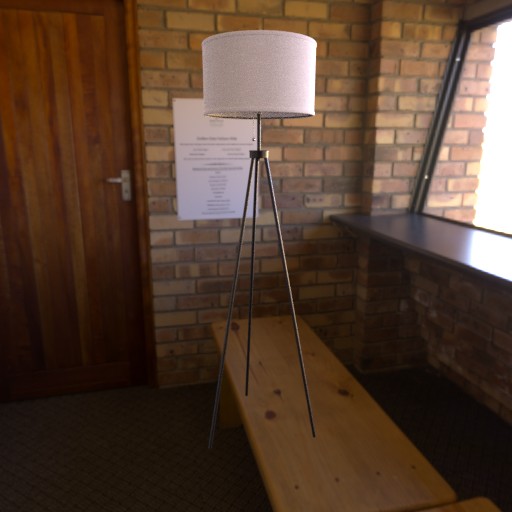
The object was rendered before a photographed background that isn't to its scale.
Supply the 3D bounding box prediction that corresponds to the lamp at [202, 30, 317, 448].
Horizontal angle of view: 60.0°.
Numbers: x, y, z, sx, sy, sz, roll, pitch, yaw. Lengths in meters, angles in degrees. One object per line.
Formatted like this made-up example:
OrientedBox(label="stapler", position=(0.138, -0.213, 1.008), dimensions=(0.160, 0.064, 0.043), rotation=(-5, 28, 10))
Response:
OrientedBox(label="lamp", position=(0.000, 0.000, 1.746), dimensions=(0.448, 1.545, 0.458), rotation=(13, 19, 42))
